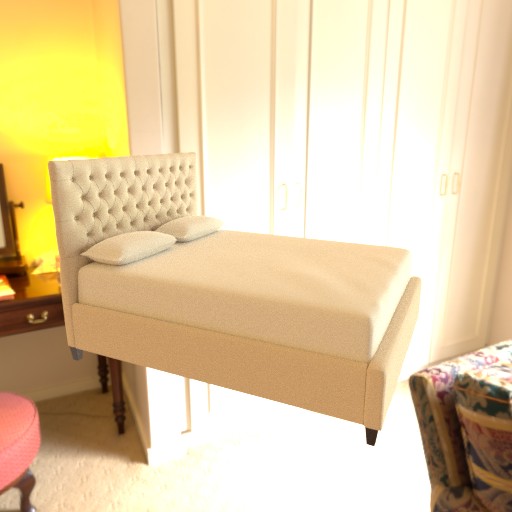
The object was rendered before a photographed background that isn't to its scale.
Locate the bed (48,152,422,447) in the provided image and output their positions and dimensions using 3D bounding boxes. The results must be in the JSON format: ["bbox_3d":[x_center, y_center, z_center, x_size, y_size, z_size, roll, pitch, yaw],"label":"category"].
[{"bbox_3d":[0.000,0.000,3.304,2.233,1.426,1.696,7,17,25],"label":"bed"}]
